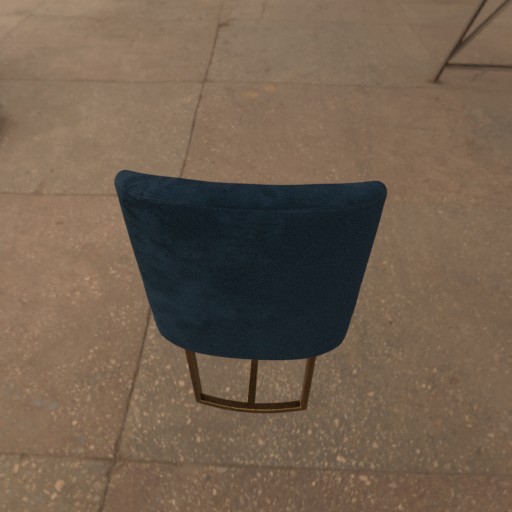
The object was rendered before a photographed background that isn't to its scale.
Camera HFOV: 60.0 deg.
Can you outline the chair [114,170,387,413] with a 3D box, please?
[{"bbox_3d":[0.000,0.000,1.205,0.530,0.824,0.560,3,46,3],"label":"chair"}]
